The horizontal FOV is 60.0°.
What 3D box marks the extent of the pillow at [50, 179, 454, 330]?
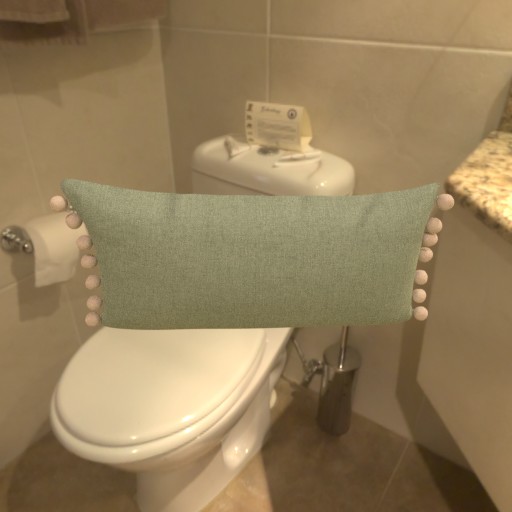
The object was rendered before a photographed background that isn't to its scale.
[{"bbox_3d":[0.000,0.000,0.847,0.709,0.322,0.201,-1,32,-1],"label":"pillow"}]
